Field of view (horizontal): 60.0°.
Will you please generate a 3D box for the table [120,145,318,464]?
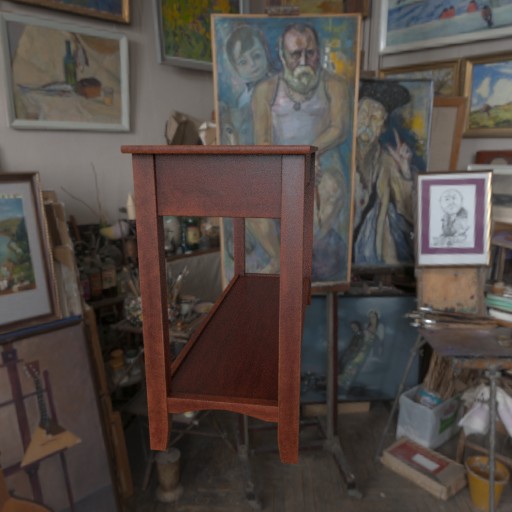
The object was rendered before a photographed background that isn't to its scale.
[{"bbox_3d":[0.000,0.000,1.540,0.392,0.739,1.188,2,14,8],"label":"table"}]
